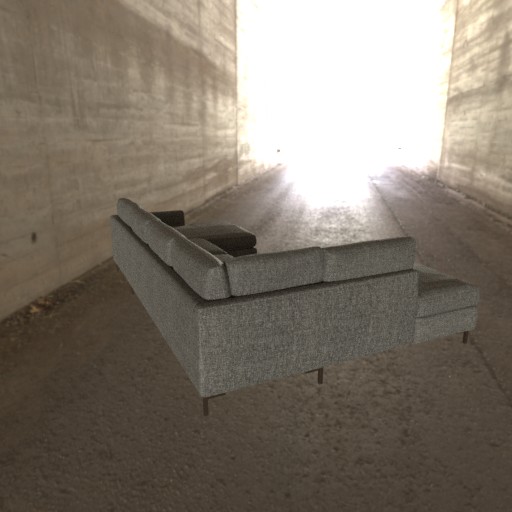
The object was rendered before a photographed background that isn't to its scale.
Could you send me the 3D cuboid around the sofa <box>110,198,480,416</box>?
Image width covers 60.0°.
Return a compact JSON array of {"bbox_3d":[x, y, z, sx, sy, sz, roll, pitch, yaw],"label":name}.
[{"bbox_3d":[0.000,0.000,3.587,1.879,0.756,2.737,-7,17,-25],"label":"sofa"}]
